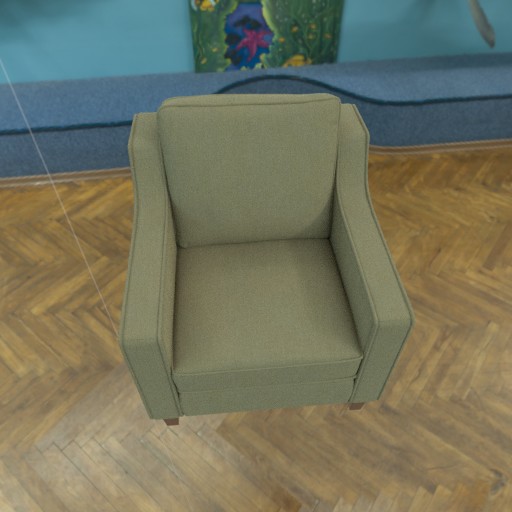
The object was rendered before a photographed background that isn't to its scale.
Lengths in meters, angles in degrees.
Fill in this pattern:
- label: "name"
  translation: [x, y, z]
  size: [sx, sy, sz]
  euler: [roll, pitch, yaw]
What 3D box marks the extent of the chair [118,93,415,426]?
- label: "chair"
  translation: [0.000, 0.000, 1.628]
  size: [0.831, 0.960, 0.909]
  euler: [-4, 48, -3]
